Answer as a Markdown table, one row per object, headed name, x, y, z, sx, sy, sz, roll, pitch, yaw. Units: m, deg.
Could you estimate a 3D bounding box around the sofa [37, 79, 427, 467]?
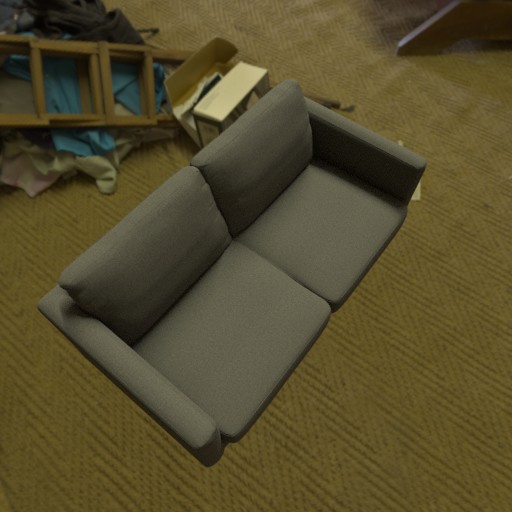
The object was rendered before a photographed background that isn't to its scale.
| name | x | y | z | sx | sy | sz | roll | pitch | yaw |
| --- | --- | --- | --- | --- | --- | --- | --- | --- | --- |
| sofa | 0.000 | 0.000 | 2.176 | 0.940 | 0.866 | 1.713 | 34 | 65 | 18 |
